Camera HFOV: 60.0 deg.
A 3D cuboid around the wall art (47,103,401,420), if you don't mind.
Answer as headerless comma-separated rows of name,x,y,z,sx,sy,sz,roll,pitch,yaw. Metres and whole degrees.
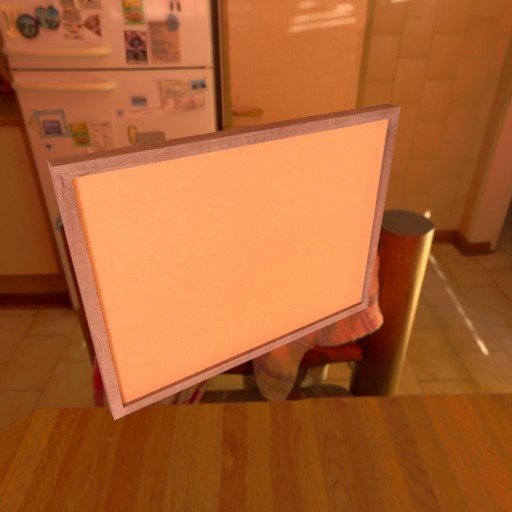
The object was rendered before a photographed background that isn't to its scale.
wall art,0.000,0.000,1.760,1.320,1.009,0.070,-18,35,-27
